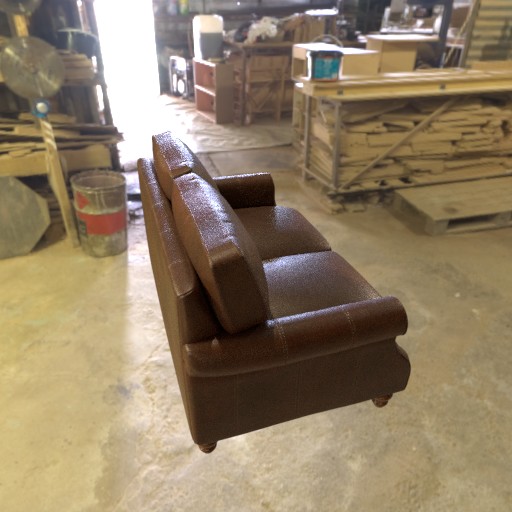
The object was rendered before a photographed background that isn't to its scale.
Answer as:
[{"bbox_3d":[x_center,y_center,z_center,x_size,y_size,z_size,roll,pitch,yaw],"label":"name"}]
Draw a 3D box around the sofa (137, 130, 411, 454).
[{"bbox_3d":[0.000,0.000,2.245,0.990,0.976,1.616,-9,32,-15],"label":"sofa"}]
